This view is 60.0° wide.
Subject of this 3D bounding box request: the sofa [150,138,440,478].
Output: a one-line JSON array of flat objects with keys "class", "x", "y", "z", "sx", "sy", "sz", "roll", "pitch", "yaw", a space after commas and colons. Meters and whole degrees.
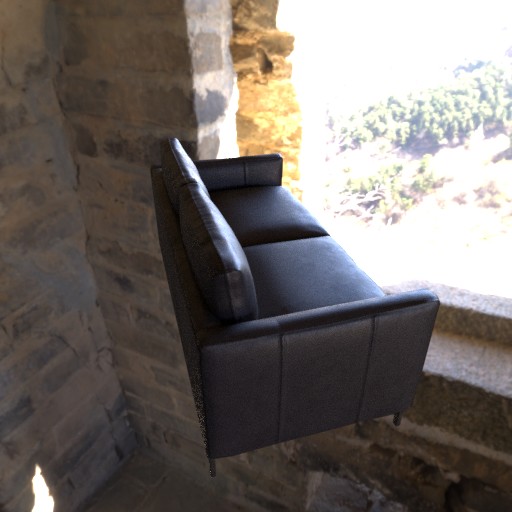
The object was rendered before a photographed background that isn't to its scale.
[{"class": "sofa", "x": 0.000, "y": 0.000, "z": 2.285, "sx": 0.947, "sy": 0.883, "sz": 1.805, "roll": -10, "pitch": 32, "yaw": -16}]
